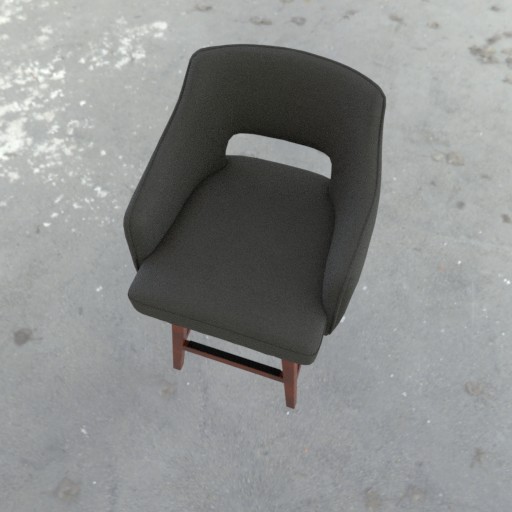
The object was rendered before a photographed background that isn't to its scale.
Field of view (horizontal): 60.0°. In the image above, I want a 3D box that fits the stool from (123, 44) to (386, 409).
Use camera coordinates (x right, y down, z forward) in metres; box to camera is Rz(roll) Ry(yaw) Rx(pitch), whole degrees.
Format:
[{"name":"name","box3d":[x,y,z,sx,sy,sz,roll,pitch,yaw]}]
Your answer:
[{"name":"stool","box3d":[0.000,0.000,1.222,0.548,0.912,0.558,16,59,10]}]
